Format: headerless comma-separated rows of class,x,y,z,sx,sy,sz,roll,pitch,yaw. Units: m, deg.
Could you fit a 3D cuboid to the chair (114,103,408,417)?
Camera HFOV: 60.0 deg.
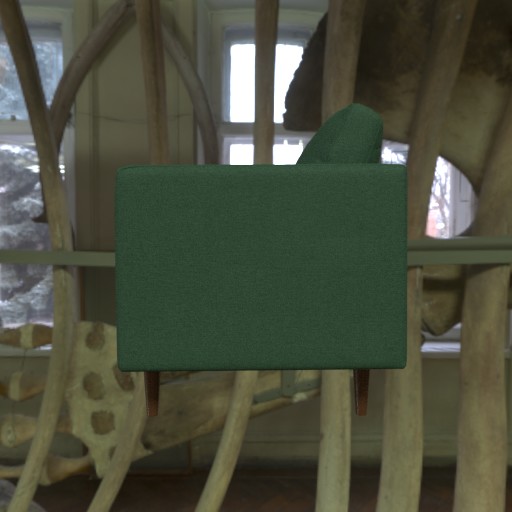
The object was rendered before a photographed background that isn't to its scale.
chair,0.000,0.000,1.565,0.800,0.927,0.855,0,2,-1
